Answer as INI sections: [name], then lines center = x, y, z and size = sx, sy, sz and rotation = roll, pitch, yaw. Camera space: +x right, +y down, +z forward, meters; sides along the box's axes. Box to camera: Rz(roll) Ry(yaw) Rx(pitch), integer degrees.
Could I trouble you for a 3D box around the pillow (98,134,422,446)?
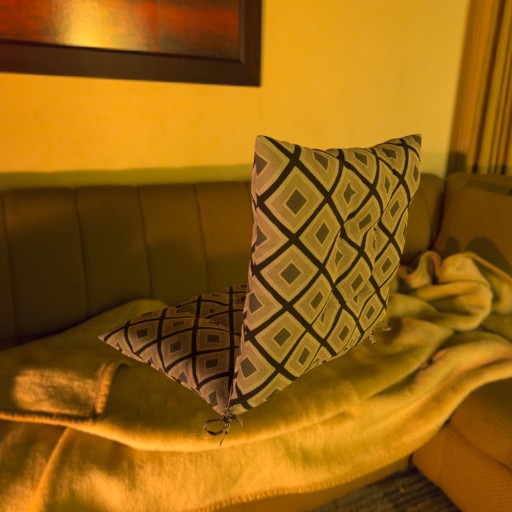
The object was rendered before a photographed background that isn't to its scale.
[pillow]
center = 0.000, 0.000, 0.998
size = 0.585, 0.536, 0.541
rotation = 15, 22, 42
